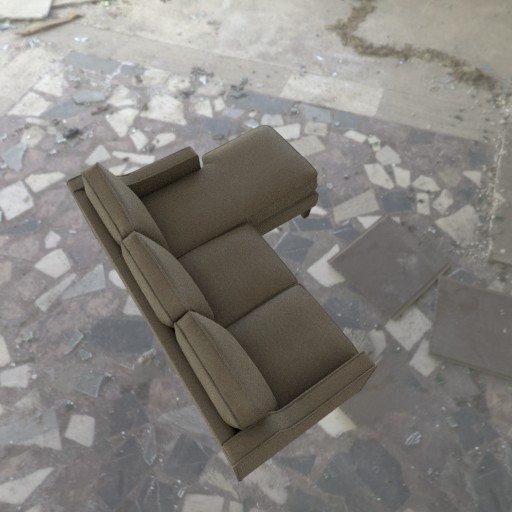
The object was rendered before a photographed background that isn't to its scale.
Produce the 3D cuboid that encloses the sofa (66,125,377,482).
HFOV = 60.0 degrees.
[{"bbox_3d":[0.000,0.000,3.297,1.858,1.081,2.317,-30,62,-18],"label":"sofa"}]
